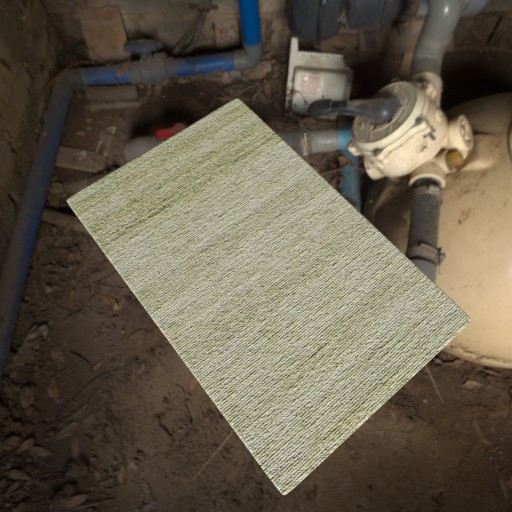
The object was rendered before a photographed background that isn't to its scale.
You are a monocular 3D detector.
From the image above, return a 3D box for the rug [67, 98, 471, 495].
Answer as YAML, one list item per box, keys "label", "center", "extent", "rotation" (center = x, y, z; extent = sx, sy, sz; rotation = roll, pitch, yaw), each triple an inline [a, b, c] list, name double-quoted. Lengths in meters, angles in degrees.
- label: "rug"
  center: [0.000, 0.000, 2.176]
  extent: [1.143, 0.010, 1.758]
  rotation: [-36, 70, -16]
